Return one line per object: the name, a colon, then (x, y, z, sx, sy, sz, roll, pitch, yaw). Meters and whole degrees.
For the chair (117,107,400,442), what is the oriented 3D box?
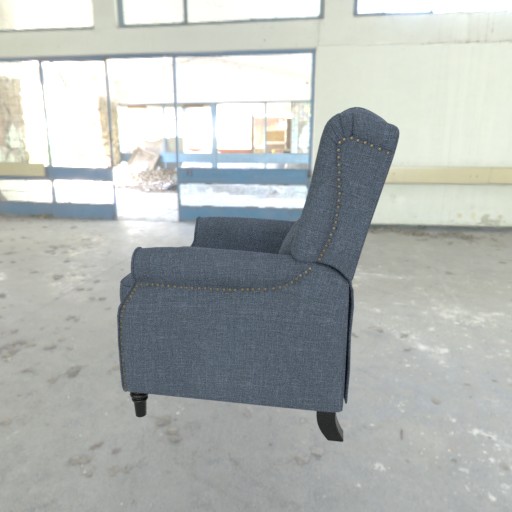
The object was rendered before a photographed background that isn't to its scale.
chair: (0.000, 0.000, 1.656, 0.898, 1.035, 0.742, 3, 14, 10)
